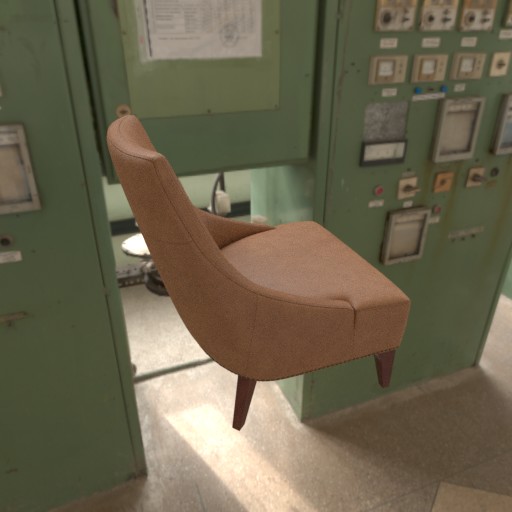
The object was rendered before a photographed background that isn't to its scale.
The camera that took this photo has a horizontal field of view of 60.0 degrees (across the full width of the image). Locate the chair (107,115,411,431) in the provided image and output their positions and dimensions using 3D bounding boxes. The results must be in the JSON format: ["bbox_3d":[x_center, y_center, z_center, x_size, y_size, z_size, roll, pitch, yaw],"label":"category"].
[{"bbox_3d":[0.000,0.000,1.538,0.861,0.909,0.701,-10,30,-18],"label":"chair"}]
